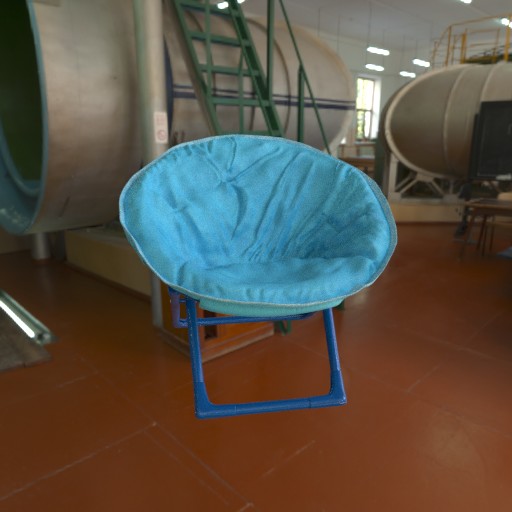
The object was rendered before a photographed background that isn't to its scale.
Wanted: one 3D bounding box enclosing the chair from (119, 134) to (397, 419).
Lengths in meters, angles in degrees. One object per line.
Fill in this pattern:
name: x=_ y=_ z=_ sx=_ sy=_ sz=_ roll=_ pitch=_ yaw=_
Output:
chair: x=0.000 y=0.000 z=0.902 sx=0.520 sy=0.478 sz=0.465 roll=-2 pitch=15 yaw=-9
